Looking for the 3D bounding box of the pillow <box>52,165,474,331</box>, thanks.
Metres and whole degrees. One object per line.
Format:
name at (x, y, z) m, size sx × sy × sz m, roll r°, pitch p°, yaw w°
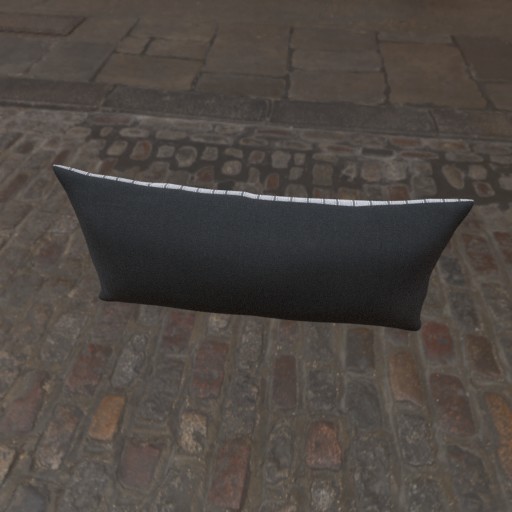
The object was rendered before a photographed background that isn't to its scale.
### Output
pillow at (0.000, 0.000, 0.736) m, size 0.609 × 0.305 × 0.151 m, roll 5°, pitch 45°, yaw 5°
